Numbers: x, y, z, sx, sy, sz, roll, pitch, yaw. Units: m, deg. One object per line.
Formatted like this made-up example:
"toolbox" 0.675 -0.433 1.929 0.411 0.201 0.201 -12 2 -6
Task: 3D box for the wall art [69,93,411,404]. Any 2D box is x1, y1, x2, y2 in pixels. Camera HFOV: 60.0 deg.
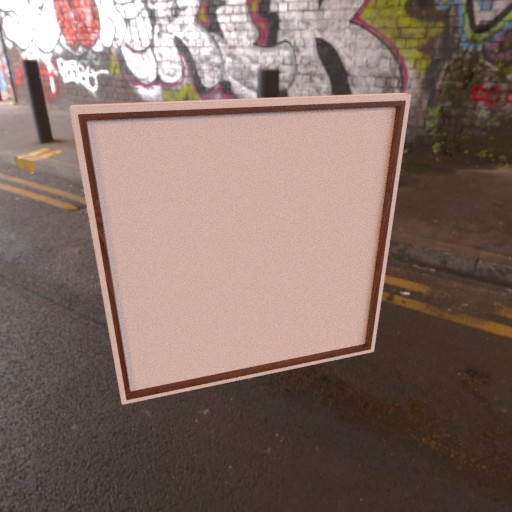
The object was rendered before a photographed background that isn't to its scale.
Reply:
"wall art" 0.000 0.000 1.503 1.009 1.009 0.049 -8 27 -15
